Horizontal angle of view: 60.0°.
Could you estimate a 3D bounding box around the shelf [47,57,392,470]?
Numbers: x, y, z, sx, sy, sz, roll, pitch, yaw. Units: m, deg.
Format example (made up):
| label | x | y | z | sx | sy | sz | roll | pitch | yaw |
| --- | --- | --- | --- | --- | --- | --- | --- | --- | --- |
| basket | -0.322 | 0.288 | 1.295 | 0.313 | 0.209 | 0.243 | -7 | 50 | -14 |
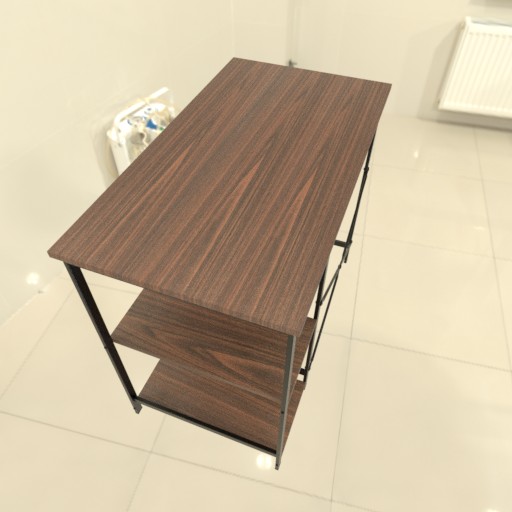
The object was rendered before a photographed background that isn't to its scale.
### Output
| label | x | y | z | sx | sy | sz | roll | pitch | yaw |
| --- | --- | --- | --- | --- | --- | --- | --- | --- | --- |
| shelf | 0.000 | 0.000 | 1.334 | 0.498 | 0.750 | 0.902 | 16 | 49 | 14 |
